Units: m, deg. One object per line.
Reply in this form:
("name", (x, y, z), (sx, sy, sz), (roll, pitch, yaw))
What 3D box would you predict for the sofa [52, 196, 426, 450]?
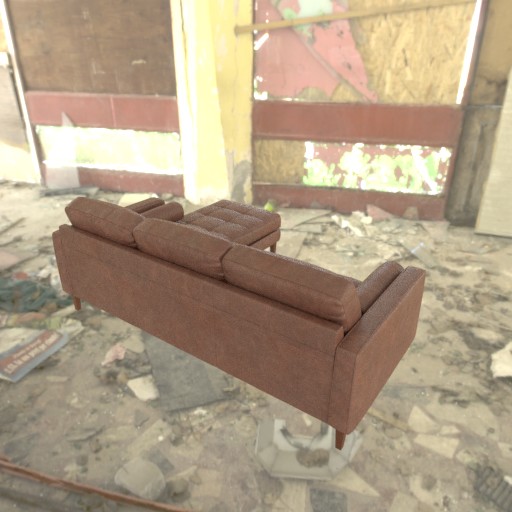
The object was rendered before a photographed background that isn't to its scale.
("sofa", (0.000, 0.000, 2.986), (2.185, 0.841, 1.613), (17, 31, 32))
